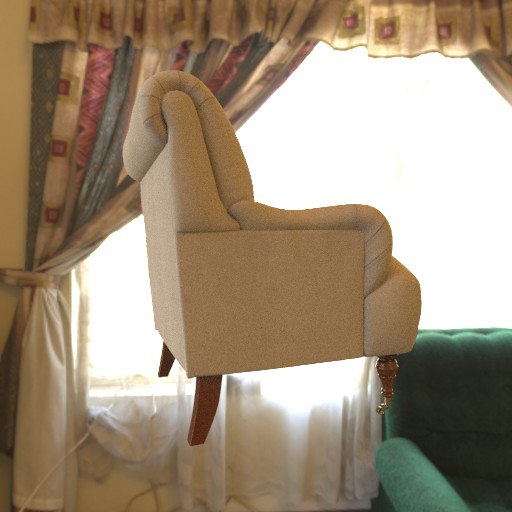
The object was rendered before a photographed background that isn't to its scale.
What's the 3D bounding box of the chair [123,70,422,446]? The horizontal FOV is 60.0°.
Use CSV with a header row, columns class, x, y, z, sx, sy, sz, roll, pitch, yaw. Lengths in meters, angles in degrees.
class,x,y,z,sx,sy,sz,roll,pitch,yaw
chair,0.000,0.000,1.512,0.842,0.942,0.766,-1,2,-20
